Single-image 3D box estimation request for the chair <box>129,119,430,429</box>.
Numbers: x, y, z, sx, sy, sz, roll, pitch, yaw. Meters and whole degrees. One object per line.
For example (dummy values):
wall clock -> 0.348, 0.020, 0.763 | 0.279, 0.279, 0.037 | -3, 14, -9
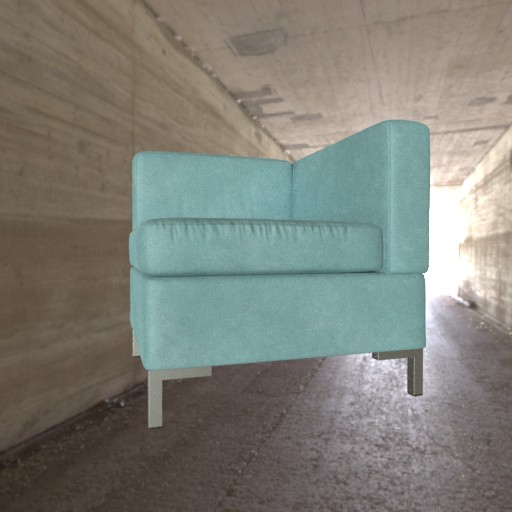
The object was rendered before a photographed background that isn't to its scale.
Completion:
chair -> 0.000, 0.000, 1.241 | 0.680, 0.660, 0.680 | 0, 1, -18
